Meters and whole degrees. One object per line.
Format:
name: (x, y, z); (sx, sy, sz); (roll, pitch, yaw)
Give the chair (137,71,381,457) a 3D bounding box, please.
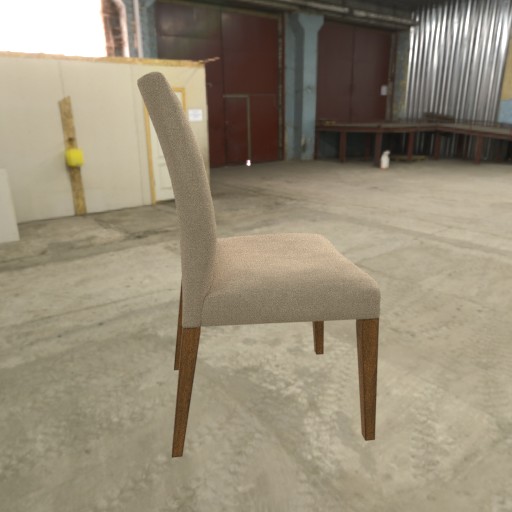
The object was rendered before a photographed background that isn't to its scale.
chair: (0.000, 0.000, 1.270); (0.585, 0.940, 0.496); (-3, 18, -9)
